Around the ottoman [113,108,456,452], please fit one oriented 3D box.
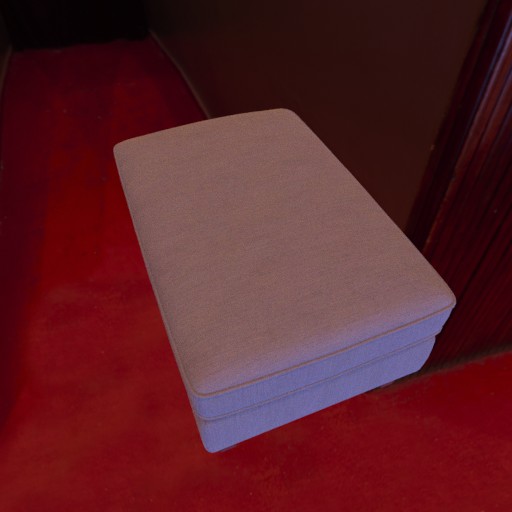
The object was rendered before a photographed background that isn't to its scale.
[{"bbox_3d":[0.000,0.000,1.327,0.636,0.480,0.941,-16,49,-15],"label":"ottoman"}]
